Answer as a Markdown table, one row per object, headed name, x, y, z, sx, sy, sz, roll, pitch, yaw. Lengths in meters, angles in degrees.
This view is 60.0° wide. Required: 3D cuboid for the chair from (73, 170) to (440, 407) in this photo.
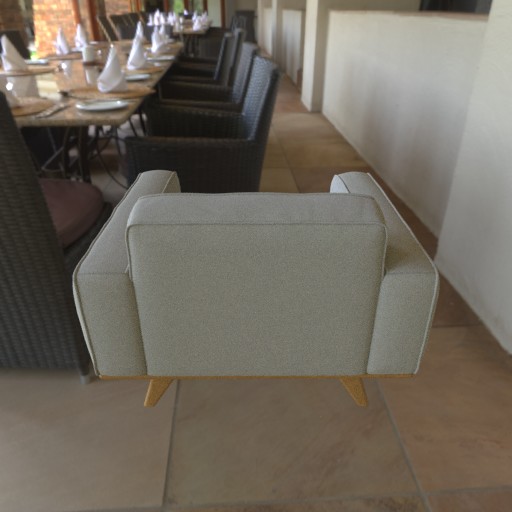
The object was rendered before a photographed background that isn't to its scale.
| name | x | y | z | sx | sy | sz | roll | pitch | yaw |
| --- | --- | --- | --- | --- | --- | --- | --- | --- | --- |
| chair | 0.000 | 0.000 | 1.761 | 1.115 | 0.779 | 0.953 | 0 | 29 | 0 |
